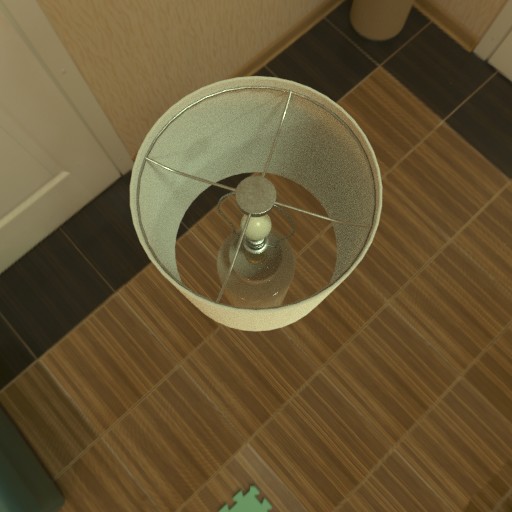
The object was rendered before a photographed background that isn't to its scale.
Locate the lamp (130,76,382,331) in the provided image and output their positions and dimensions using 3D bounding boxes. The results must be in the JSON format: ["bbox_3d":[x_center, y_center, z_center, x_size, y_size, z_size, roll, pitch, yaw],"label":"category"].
[{"bbox_3d":[0.000,0.000,0.610,0.212,0.493,0.212,18,77,4],"label":"lamp"}]
